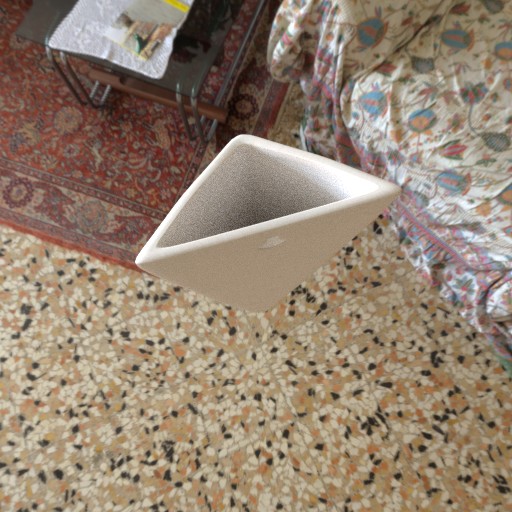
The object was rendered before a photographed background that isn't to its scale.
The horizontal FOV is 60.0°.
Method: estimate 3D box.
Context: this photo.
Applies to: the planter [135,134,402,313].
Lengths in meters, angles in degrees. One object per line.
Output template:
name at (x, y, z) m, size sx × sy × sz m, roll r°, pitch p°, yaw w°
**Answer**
planter at (0.000, 0.000, 0.396) m, size 0.143 × 0.338 × 0.065 m, roll -16°, pitch 76°, yaw -4°
